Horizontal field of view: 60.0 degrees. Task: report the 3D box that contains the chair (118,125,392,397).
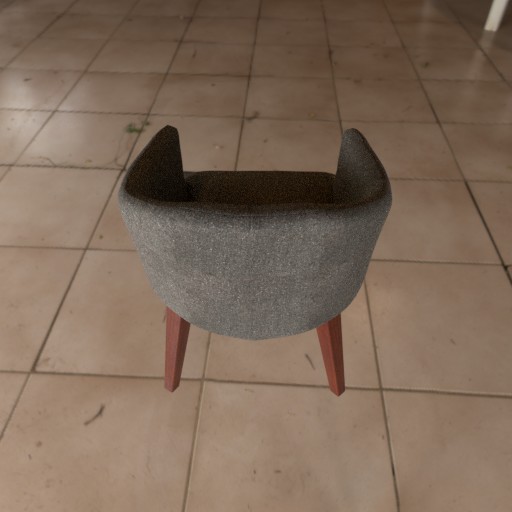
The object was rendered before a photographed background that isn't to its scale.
[{"bbox_3d":[0.000,0.000,1.211,0.583,0.811,0.655,1,46,1],"label":"chair"}]
